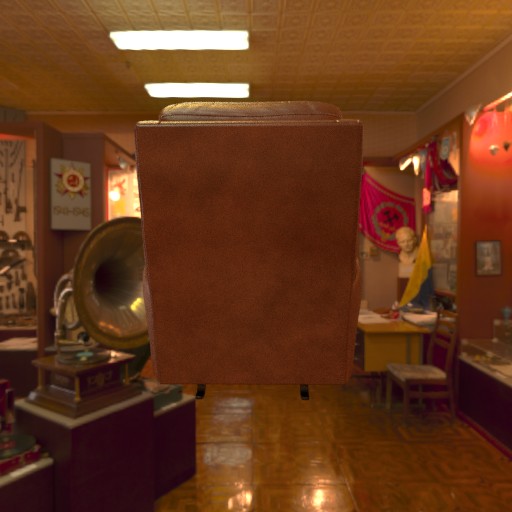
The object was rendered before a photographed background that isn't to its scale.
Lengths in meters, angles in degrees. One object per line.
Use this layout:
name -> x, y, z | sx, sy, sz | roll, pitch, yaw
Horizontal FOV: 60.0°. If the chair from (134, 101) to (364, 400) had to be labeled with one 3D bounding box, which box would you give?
chair -> 0.000, 0.000, 1.835 | 0.821, 1.016, 1.072 | 0, 1, 1
